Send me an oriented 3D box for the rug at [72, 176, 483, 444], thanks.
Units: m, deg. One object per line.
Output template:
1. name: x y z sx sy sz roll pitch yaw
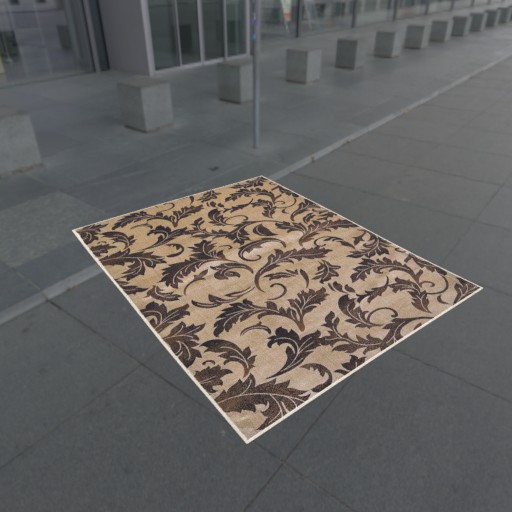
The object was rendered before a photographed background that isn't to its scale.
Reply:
1. rug: 0.000 0.000 3.996 2.380 0.008 2.977 -22 38 -30
